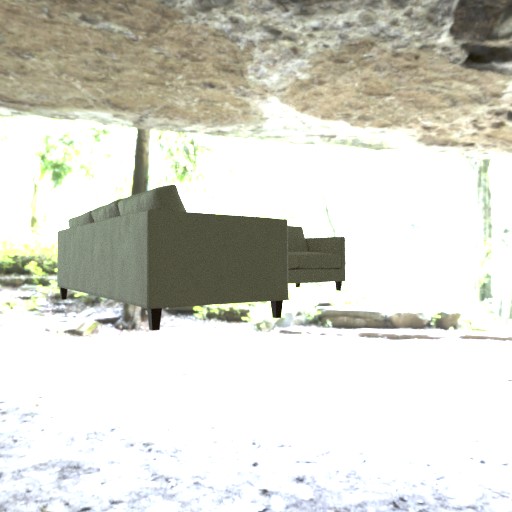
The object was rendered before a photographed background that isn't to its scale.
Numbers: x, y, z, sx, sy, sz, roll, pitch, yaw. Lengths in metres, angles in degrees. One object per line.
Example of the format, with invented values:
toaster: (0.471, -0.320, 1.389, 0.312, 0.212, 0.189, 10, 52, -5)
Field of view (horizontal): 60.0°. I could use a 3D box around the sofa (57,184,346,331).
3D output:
sofa: (0.000, 0.000, 4.354, 3.182, 0.863, 2.432, 0, 0, -35)
